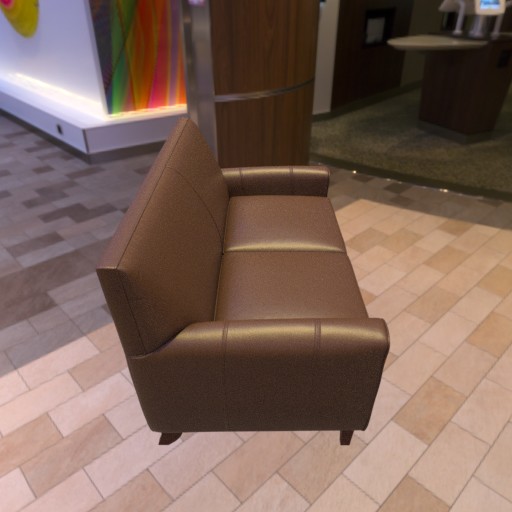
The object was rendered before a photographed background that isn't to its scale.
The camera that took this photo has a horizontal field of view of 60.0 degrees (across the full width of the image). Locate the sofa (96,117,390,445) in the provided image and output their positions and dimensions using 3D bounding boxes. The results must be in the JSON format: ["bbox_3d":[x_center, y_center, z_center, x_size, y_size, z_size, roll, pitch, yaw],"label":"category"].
[{"bbox_3d":[0.000,0.000,2.009,0.853,0.859,1.468,0,32,0],"label":"sofa"}]
